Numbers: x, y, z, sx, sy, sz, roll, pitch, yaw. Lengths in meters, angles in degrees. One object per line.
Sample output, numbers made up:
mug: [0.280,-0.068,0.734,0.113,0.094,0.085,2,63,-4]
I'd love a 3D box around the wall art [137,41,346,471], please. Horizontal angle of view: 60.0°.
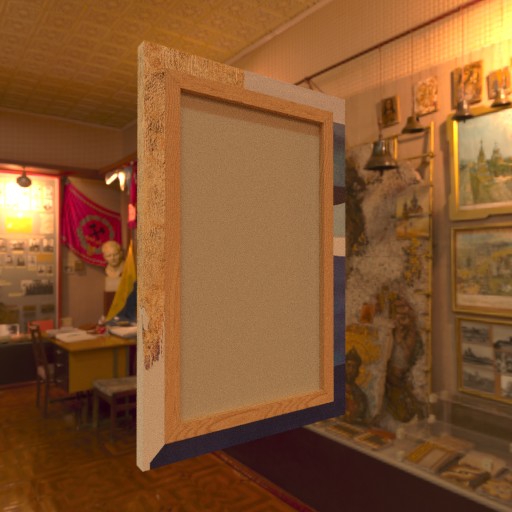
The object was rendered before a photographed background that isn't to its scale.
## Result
wall art: [0.000,0.000,1.126,0.607,0.911,0.039,0,-1,-35]
